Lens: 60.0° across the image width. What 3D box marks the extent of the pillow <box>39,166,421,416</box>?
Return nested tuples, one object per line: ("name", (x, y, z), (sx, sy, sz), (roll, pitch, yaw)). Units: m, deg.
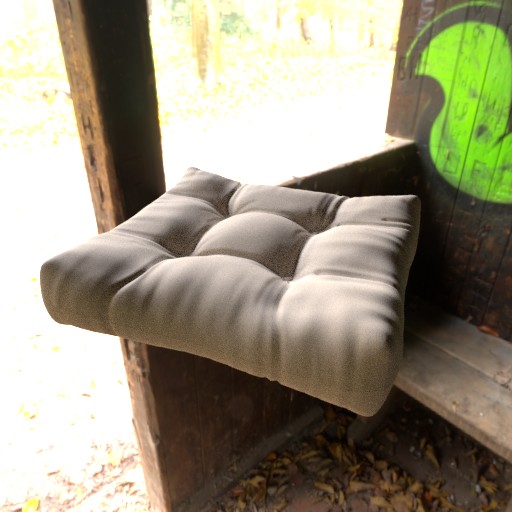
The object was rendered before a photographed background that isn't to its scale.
("pillow", (0.000, 0.000, 0.727), (0.490, 0.128, 0.468), (11, 31, 18))
